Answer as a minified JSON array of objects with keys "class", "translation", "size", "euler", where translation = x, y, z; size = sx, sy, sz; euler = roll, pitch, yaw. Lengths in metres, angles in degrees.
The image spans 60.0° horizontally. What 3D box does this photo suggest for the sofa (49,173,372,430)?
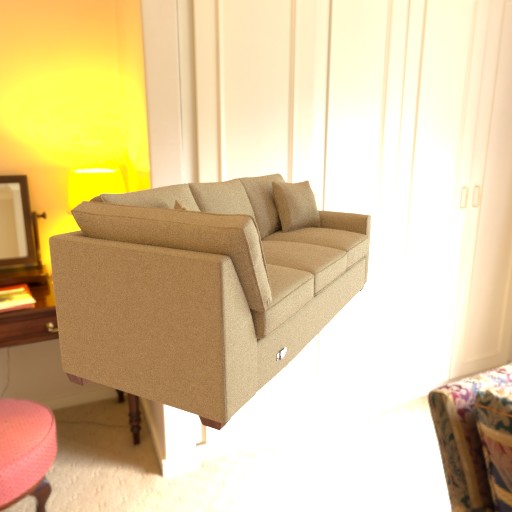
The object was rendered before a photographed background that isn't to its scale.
[{"class":"sofa","translation":[0.000,0.000,2.927],"size":[1.061,0.962,2.317],"euler":[7,15,27]}]
